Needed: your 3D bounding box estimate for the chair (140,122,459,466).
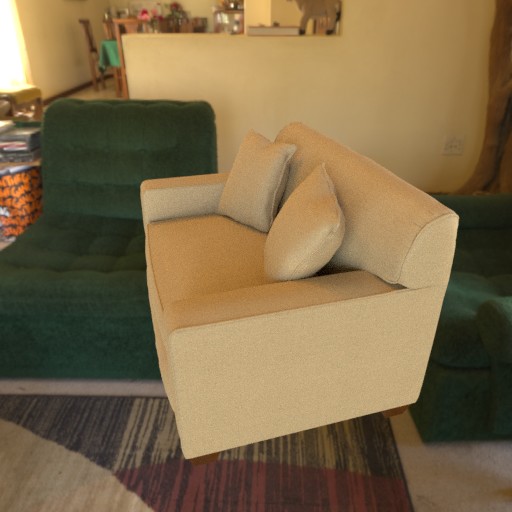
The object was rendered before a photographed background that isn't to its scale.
[{"bbox_3d":[0.000,0.000,2.046,1.000,0.948,1.383,-8,30,-14],"label":"chair"}]
